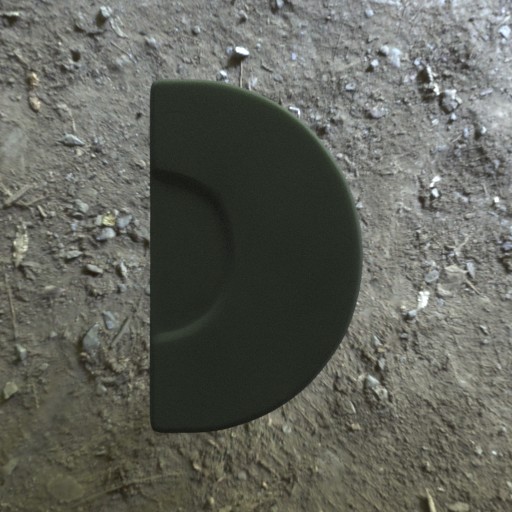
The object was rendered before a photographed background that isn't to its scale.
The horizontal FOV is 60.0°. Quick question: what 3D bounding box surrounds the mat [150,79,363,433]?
[{"bbox_3d":[0.000,0.000,1.899,0.917,0.022,1.525,0,90,1],"label":"mat"}]
